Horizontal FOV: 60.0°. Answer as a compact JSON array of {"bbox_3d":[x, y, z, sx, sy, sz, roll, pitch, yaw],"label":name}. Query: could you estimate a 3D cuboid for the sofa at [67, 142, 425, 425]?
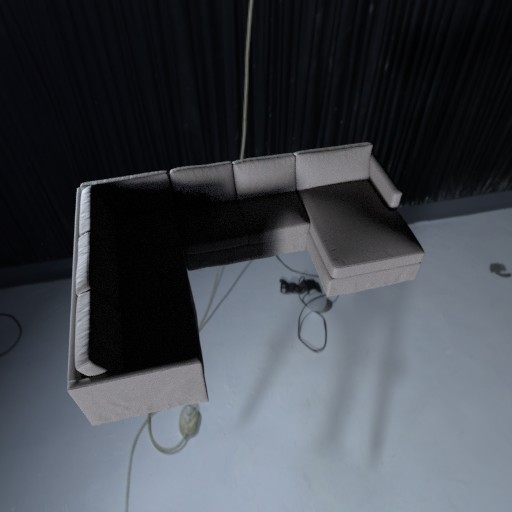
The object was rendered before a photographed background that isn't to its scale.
[{"bbox_3d":[0.000,0.000,4.510,3.460,0.882,2.427,-10,49,-9],"label":"sofa"}]
